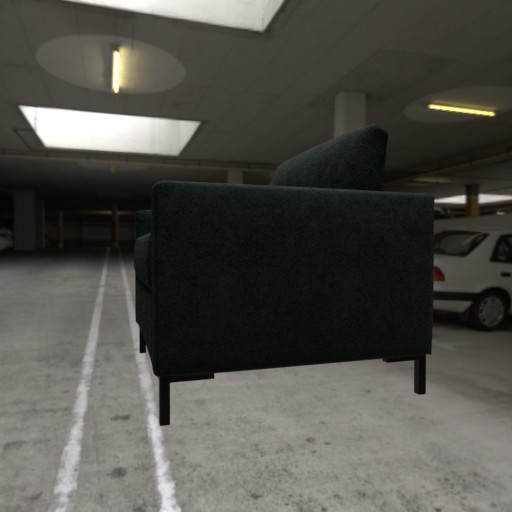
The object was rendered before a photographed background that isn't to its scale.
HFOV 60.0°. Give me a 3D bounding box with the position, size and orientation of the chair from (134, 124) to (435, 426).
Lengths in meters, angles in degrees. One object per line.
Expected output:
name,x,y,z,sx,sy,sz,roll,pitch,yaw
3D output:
chair,0.000,0.000,1.668,0.866,0.861,0.963,0,1,-18
